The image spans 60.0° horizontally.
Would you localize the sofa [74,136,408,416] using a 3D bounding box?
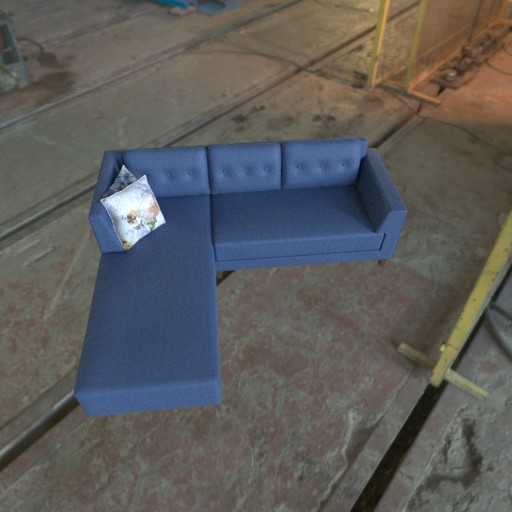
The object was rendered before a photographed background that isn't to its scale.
[{"bbox_3d":[0.000,0.000,3.009,2.120,0.787,1.829,-4,46,-4],"label":"sofa"}]
